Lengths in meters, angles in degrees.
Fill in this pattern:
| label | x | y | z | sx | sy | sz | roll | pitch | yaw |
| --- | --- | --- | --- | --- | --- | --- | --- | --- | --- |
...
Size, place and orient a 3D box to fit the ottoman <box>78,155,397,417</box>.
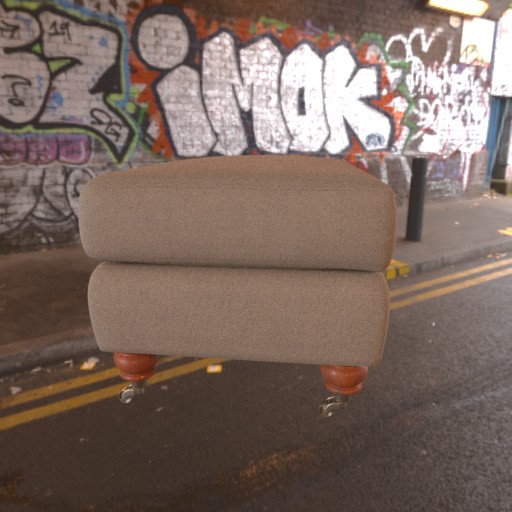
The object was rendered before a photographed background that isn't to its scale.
| label | x | y | z | sx | sy | sz | roll | pitch | yaw |
| --- | --- | --- | --- | --- | --- | --- | --- | --- | --- |
| ottoman | 0.000 | 0.000 | 1.145 | 0.569 | 0.504 | 0.773 | 2 | 15 | 7 |
